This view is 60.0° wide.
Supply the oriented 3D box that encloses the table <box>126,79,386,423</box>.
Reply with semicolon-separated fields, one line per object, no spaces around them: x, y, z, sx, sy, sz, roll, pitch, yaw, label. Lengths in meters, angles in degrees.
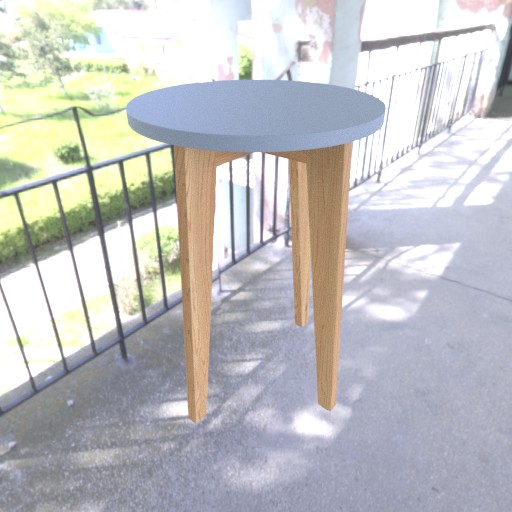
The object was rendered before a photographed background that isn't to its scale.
0.000;0.000;0.742;0.350;0.500;0.350;0;31;0;table
